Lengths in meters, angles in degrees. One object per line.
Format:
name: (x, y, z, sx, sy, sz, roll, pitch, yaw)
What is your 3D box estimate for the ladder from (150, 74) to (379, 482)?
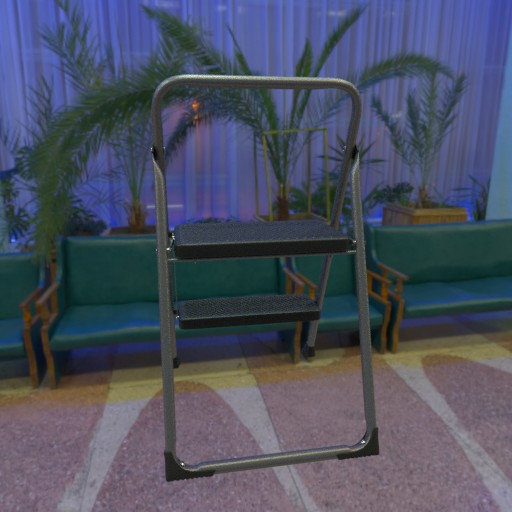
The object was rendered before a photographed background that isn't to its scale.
ladder: (0.000, 0.000, 0.971, 0.430, 0.720, 0.472, -3, 15, -10)
